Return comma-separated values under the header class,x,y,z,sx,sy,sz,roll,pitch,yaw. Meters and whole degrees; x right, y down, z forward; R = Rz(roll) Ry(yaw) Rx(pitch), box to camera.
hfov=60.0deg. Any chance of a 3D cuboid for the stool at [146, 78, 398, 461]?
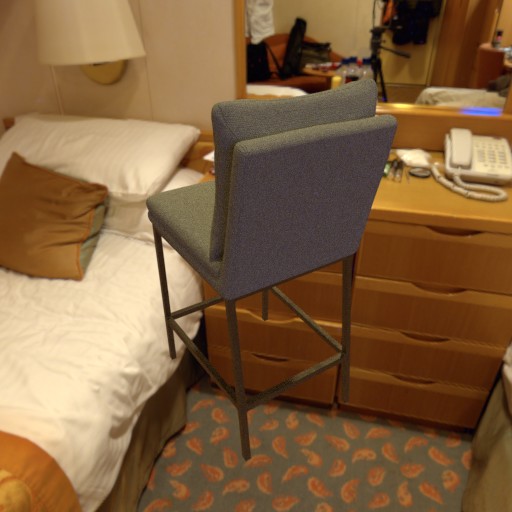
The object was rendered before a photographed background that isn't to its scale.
class,x,y,z,sx,sy,sz,roll,pitch,yaw
stool,0.000,0.000,1.352,0.463,1.031,0.569,-18,36,-28
